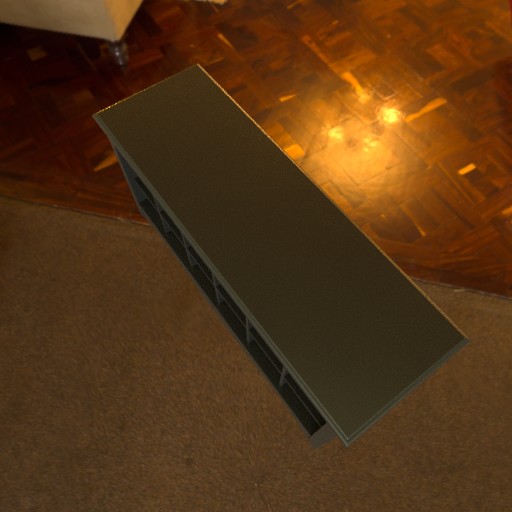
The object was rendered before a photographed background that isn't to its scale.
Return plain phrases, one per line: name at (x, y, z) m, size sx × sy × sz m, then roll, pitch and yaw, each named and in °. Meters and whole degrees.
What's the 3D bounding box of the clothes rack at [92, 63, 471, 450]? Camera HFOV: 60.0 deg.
clothes rack at (0.000, 0.000, 1.488) m, size 0.406 × 0.556 × 1.219 m, roll -33°, pitch 67°, yaw -16°
